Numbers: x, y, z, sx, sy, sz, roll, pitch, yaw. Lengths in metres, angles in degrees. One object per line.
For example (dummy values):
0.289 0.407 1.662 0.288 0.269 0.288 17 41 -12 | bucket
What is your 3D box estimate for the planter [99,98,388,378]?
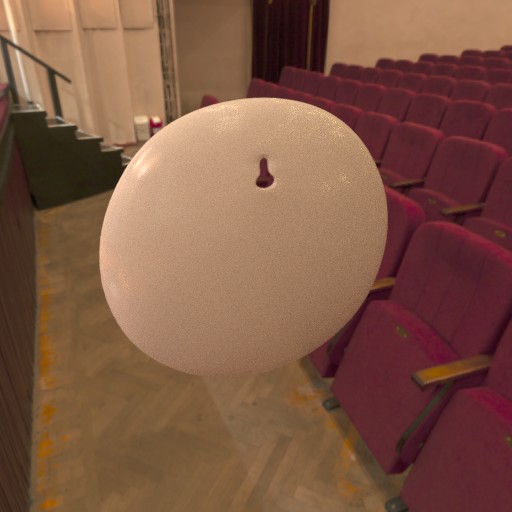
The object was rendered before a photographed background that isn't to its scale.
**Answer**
0.000 0.000 0.277 0.185 0.188 0.043 -8 28 -16 | planter
